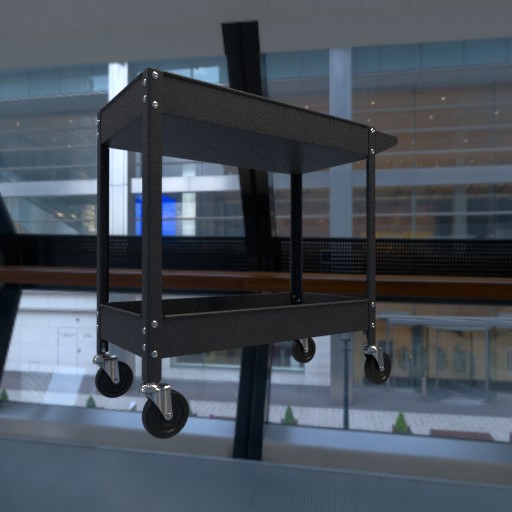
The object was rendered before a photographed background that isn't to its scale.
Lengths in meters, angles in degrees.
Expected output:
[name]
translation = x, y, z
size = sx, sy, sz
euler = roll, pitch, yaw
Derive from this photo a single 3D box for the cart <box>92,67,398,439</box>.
[cart]
translation = 0.000, 0.000, 1.205
size = 0.779, 0.719, 0.366
euler = 0, -1, -36
